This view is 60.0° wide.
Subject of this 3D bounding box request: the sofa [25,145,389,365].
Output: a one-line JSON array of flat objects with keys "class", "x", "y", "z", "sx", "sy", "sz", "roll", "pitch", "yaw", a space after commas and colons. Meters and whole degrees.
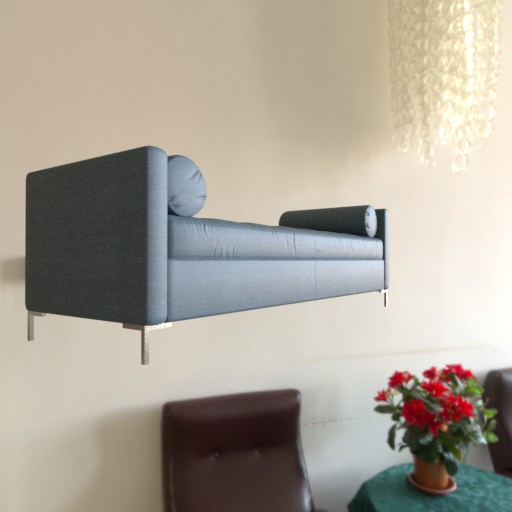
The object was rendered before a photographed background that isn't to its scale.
[{"class": "sofa", "x": 0.000, "y": 0.000, "z": 2.237, "sx": 0.686, "sy": 0.635, "sz": 1.981, "roll": 0, "pitch": -1, "yaw": 36}]
